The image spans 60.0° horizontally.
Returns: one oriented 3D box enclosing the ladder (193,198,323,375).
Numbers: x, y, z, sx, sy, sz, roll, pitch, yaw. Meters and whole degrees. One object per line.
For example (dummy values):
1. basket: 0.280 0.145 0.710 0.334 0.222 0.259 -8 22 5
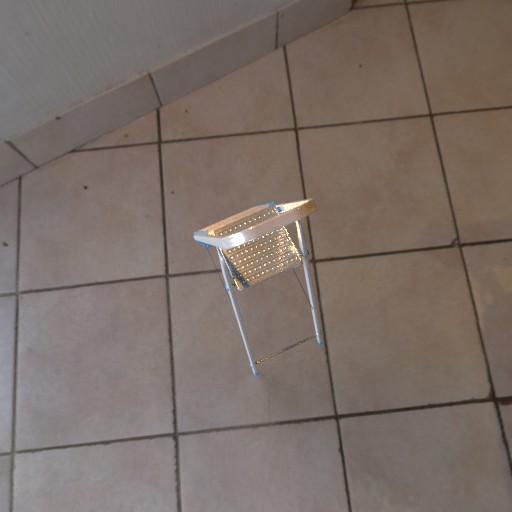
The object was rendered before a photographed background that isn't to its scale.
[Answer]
1. ladder: 0.000 0.000 2.056 0.468 1.648 0.990 -24 77 -6
